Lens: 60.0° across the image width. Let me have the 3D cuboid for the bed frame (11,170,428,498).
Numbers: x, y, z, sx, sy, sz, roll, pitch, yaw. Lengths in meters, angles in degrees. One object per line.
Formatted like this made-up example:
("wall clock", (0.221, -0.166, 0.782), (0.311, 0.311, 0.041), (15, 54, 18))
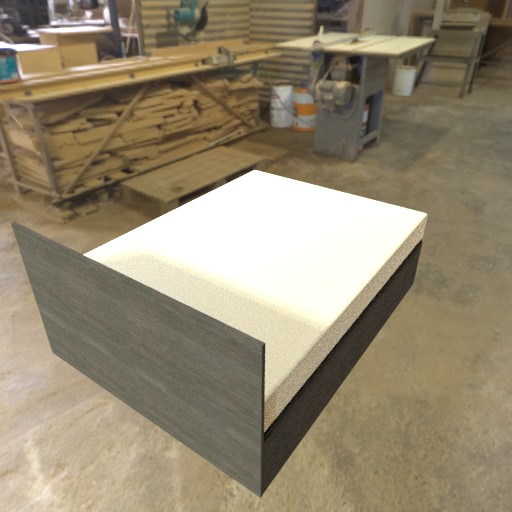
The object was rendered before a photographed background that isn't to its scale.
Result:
("bed frame", (0.000, 0.000, 2.548), (1.400, 0.800, 1.900), (20, 37, 30))
